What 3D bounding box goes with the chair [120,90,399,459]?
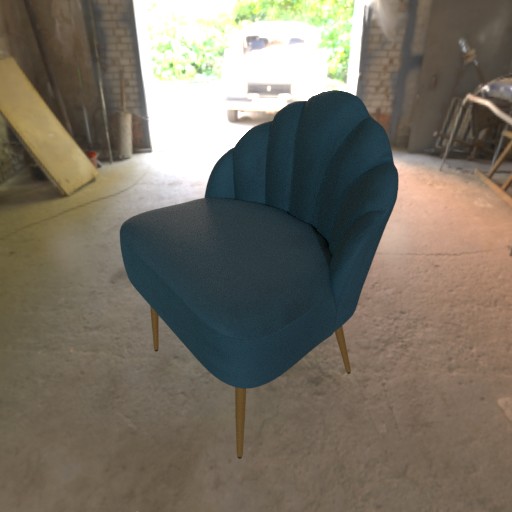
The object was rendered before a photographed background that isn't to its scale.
[{"bbox_3d":[0.000,0.000,1.241,0.599,0.819,0.657,-21,37,-31],"label":"chair"}]
